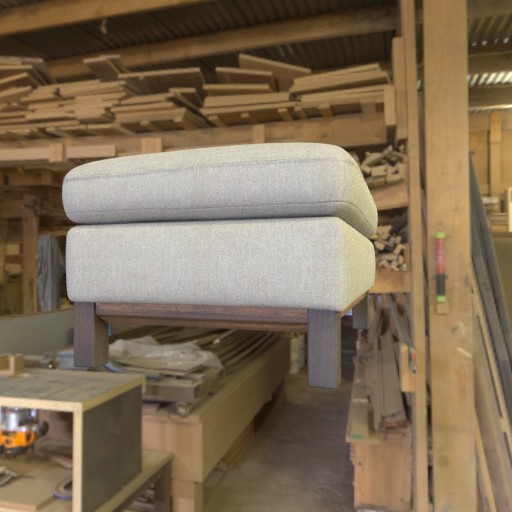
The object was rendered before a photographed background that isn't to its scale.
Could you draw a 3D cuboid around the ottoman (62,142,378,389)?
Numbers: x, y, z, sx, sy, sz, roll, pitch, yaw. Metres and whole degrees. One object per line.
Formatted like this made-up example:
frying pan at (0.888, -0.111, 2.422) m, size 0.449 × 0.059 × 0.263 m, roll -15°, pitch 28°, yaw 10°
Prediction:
ottoman at (0.000, 0.000, 1.038) m, size 0.528 × 0.404 × 0.735 m, roll 0°, pitch -1°, yaw 18°
